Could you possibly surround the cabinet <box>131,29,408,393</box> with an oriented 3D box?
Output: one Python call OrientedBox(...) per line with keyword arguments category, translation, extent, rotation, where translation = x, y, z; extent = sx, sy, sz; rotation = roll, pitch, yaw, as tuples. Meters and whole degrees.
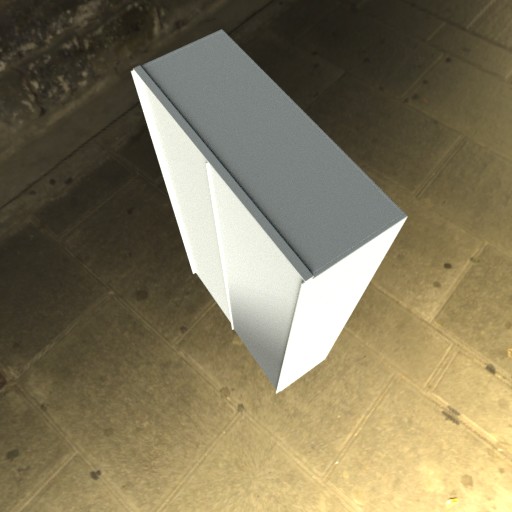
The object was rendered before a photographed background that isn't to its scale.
OrientedBox(category="cabinet", translation=(0.000, 0.000, 2.741), extent=(0.480, 2.160, 1.250), rotation=(-32, 68, -15))
